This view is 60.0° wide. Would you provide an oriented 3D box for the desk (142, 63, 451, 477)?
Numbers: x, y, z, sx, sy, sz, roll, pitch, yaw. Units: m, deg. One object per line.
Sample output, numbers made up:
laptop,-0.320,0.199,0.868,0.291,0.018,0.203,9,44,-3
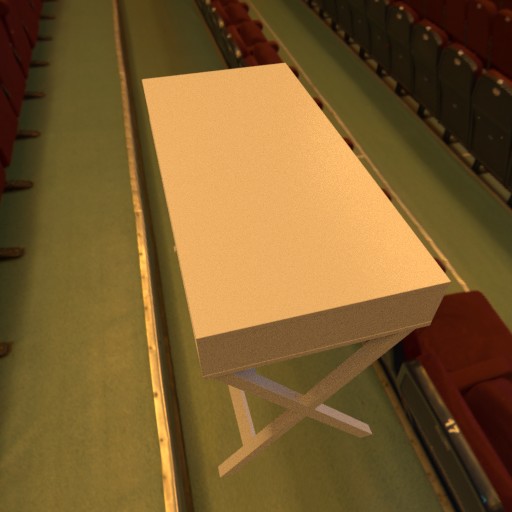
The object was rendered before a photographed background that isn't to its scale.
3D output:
desk,0.000,0.000,1.455,0.509,0.780,1.059,-11,47,-10
